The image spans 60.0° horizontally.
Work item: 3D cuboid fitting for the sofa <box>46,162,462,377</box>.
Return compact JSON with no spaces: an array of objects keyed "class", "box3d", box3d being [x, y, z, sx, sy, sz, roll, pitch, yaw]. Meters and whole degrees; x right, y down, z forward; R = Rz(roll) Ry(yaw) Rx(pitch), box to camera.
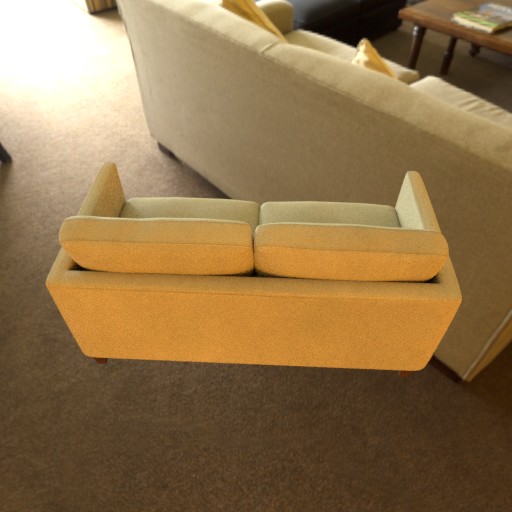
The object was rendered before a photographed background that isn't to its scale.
[{"class":"sofa","box3d":[0.000,0.000,2.418,1.846,0.940,0.950,2,47,2]}]
